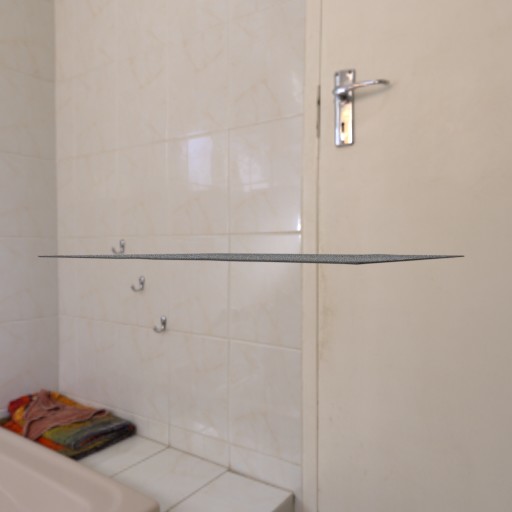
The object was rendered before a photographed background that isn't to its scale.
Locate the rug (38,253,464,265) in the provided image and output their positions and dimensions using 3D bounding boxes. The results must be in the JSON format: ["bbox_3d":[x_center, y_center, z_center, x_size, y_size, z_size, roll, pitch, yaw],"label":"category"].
[{"bbox_3d":[0.000,0.000,4.059,3.068,0.021,2.456,1,1,36],"label":"rug"}]
